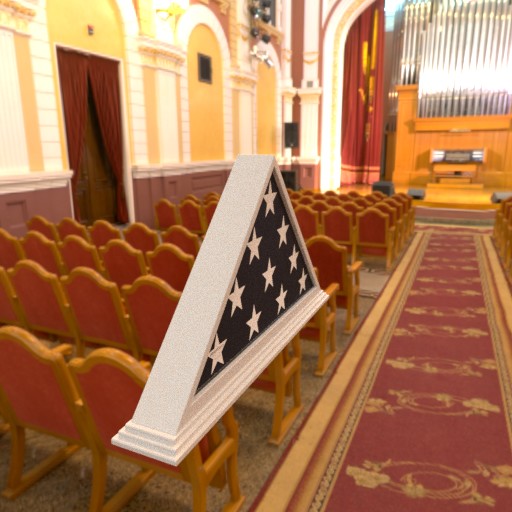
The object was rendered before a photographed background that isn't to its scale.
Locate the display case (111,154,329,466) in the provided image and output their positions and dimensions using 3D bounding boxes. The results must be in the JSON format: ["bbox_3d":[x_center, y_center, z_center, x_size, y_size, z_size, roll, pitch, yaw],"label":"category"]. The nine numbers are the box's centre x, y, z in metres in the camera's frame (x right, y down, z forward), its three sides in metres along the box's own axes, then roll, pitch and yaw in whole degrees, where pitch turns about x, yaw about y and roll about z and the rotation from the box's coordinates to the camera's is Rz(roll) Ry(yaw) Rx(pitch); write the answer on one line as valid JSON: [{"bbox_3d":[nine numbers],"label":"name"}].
[{"bbox_3d":[0.000,0.000,0.764,0.095,0.340,0.640,6,15,24],"label":"display case"}]
